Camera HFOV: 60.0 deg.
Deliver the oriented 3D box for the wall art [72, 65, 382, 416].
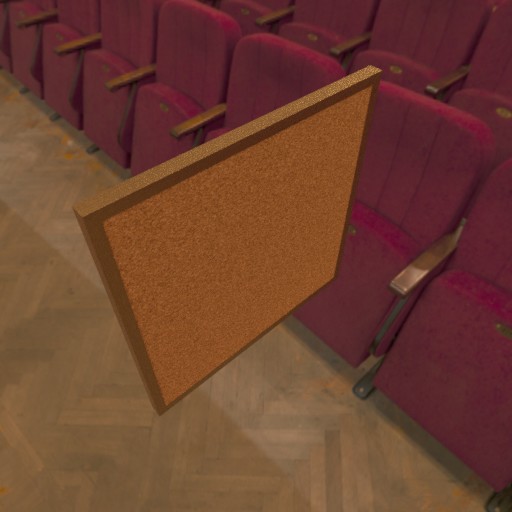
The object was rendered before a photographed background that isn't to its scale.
[{"bbox_3d":[0.000,0.000,1.161,0.767,0.765,0.036,-33,56,-27],"label":"wall art"}]
